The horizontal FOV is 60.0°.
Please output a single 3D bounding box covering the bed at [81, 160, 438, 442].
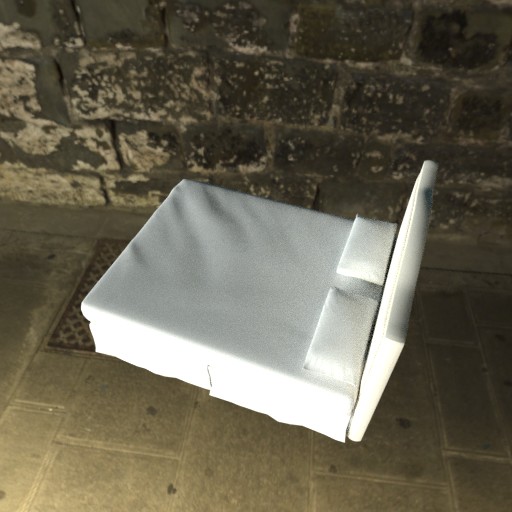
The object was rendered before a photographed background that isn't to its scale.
[{"bbox_3d":[0.000,0.000,3.525,2.282,1.436,1.821,16,49,14],"label":"bed"}]
